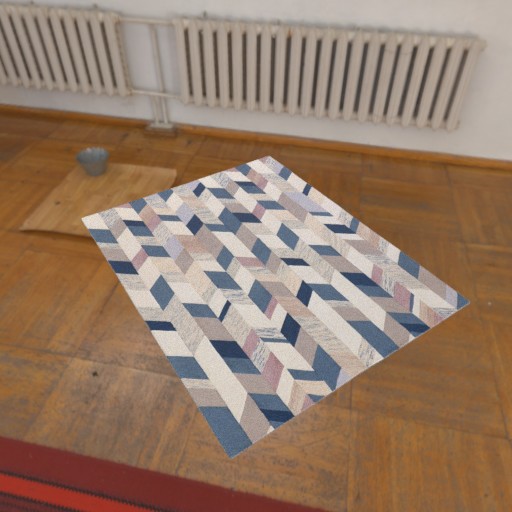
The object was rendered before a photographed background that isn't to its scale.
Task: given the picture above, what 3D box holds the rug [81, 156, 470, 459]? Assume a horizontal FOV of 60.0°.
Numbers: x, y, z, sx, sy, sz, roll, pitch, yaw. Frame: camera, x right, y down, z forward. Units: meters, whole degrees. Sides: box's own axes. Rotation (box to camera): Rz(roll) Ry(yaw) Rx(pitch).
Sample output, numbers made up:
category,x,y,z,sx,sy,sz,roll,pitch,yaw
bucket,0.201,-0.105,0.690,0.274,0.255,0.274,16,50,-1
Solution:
category,x,y,z,sx,sy,sz,roll,pitch,yaw
rug,0.000,0.000,4.273,2.451,0.011,3.072,-24,47,-24
